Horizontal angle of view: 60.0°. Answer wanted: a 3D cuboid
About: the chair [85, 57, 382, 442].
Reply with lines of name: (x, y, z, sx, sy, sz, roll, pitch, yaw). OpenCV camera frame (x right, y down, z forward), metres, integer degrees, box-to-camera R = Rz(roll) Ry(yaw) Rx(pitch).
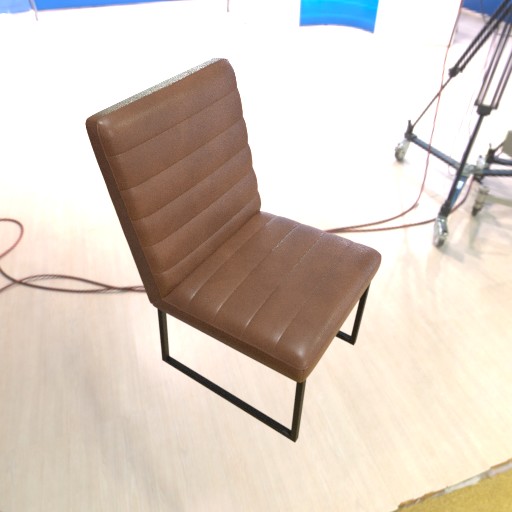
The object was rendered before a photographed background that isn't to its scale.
chair: (0.000, 0.000, 1.336, 0.634, 0.930, 0.520, 24, 47, 24)
